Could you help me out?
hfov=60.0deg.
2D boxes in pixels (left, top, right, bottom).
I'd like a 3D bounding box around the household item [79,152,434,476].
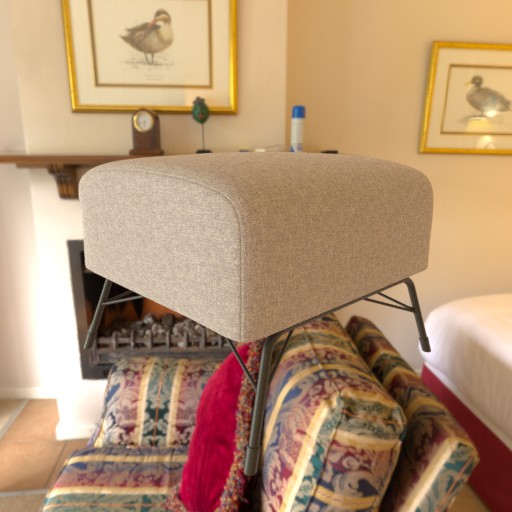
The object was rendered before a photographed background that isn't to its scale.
[{"bbox_3d":[0.000,0.000,0.896,0.530,0.410,0.530,-14,20,-42],"label":"household item"}]
